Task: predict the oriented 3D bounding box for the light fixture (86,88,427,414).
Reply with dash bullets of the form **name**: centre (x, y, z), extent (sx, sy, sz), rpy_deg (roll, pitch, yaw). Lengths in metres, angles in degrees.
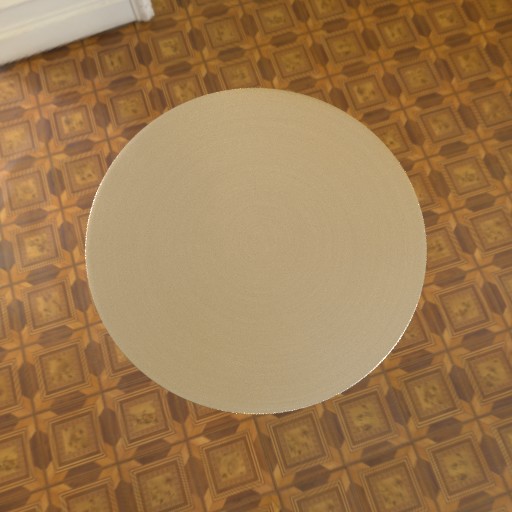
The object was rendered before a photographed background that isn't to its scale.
- **light fixture**: centre (0.000, 0.000, 0.429), extent (0.280, 0.135, 0.280), rpy_deg (0, 74, 0)
